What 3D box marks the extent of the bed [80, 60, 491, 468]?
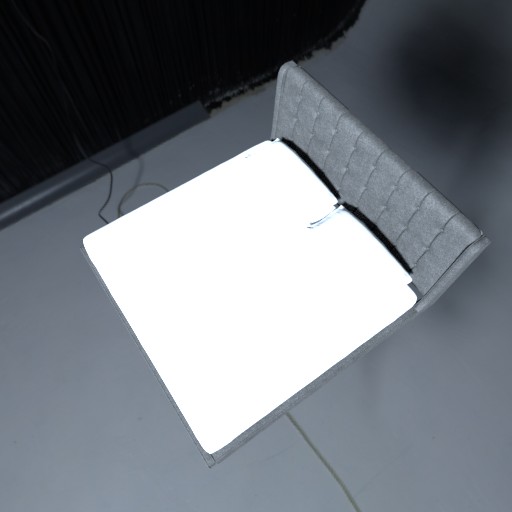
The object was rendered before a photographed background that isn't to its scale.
[{"bbox_3d":[0.000,0.000,2.544,1.638,0.933,1.531,-32,66,-16],"label":"bed"}]
